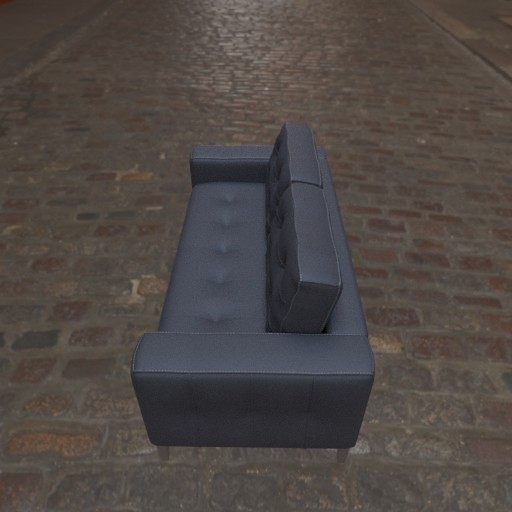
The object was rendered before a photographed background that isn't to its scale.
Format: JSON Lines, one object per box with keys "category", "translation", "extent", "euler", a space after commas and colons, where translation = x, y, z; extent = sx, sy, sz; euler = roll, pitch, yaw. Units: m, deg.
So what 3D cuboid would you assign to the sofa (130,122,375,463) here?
{"category": "sofa", "translation": [0.000, 0.000, 2.216], "extent": [0.833, 0.893, 1.726], "euler": [1, 39, 1]}
